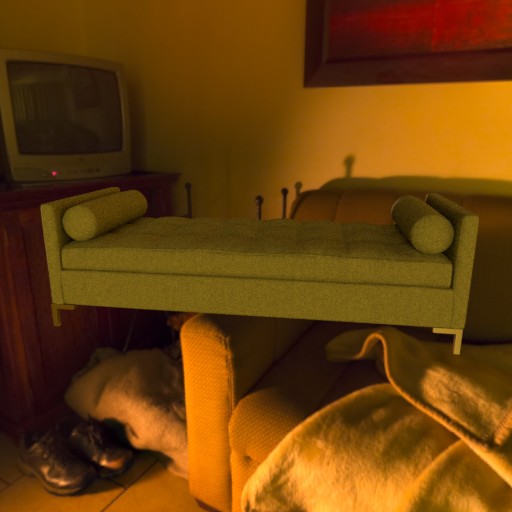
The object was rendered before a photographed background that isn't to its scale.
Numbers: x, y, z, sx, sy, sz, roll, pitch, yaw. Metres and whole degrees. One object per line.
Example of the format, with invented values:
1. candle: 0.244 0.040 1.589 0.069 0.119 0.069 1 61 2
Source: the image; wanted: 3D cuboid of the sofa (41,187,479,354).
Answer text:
1. sofa: 0.000 0.000 2.511 2.102 0.657 0.797 2 15 9
